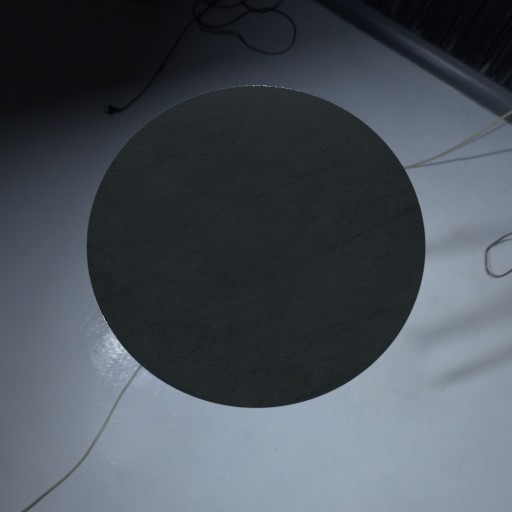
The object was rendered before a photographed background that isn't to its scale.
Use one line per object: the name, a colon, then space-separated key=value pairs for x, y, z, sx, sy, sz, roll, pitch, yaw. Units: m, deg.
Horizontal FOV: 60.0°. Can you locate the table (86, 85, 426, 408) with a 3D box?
table: x=0.000 y=0.000 z=1.267 sx=0.800 sy=0.450 sz=0.800 roll=0 pitch=74 yaw=0
